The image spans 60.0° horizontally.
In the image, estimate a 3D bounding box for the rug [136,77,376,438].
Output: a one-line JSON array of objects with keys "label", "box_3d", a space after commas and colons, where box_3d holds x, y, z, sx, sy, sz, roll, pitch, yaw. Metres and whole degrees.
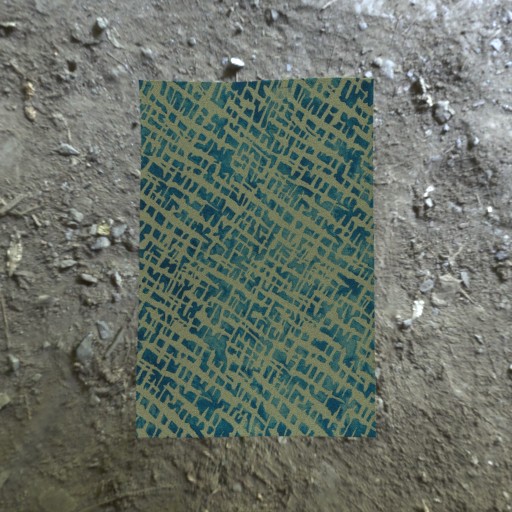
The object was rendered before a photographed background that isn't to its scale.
[{"label": "rug", "box_3d": [0.000, 0.000, 2.253, 1.209, 0.011, 1.830, 0, 89, 0]}]
